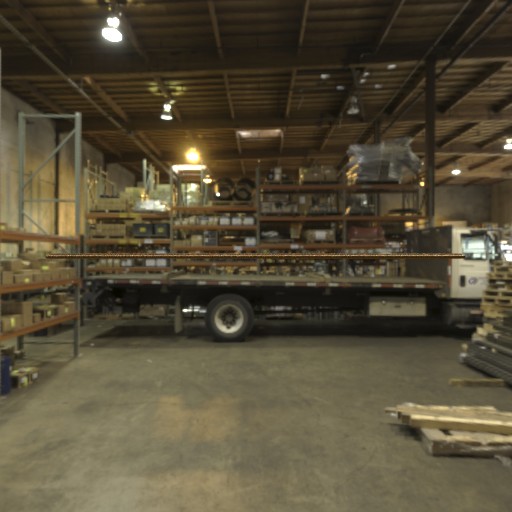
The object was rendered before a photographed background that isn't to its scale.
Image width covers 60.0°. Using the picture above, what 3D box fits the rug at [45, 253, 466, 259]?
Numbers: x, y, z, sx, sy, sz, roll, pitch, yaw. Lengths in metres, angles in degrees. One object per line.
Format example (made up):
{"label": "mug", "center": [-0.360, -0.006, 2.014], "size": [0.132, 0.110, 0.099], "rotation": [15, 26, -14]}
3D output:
{"label": "rug", "center": [0.000, 0.000, 4.073], "size": [2.435, 0.031, 3.040], "rotation": [0, 0, 0]}
